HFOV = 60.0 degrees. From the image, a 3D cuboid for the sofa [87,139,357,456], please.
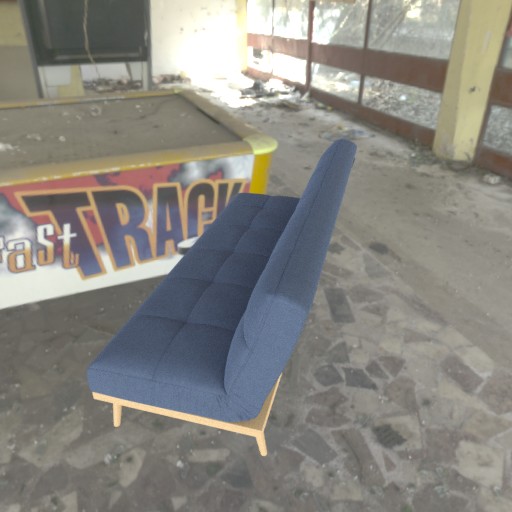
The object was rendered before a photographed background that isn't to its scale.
[{"bbox_3d":[0.000,0.000,2.226,0.796,0.800,1.800,8,30,14],"label":"sofa"}]
